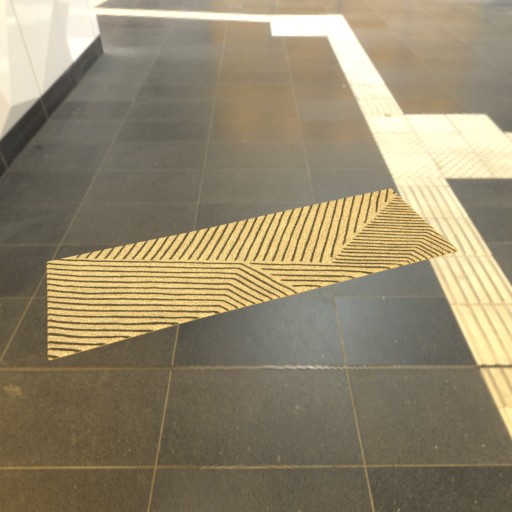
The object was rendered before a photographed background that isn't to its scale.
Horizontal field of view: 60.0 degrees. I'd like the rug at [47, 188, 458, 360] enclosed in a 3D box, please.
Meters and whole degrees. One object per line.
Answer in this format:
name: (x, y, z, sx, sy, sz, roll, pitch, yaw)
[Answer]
rug: (0.000, 0.000, 2.747, 2.439, 0.020, 0.773, -13, 43, -15)
